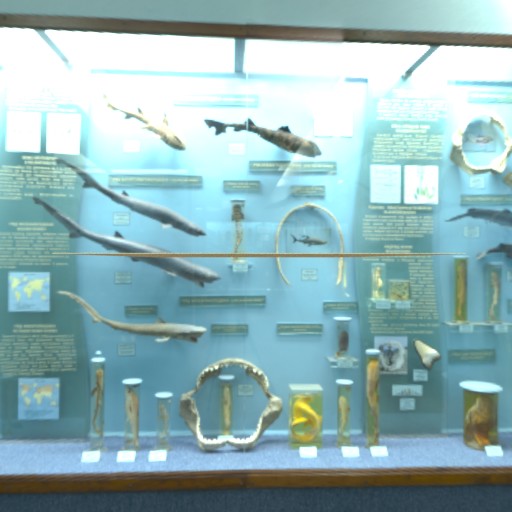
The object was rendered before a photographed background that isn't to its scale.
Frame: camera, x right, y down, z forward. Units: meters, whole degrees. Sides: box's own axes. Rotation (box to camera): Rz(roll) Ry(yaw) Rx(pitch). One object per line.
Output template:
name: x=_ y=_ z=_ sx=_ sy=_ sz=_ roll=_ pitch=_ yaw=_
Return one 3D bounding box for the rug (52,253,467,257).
rug: x=0.000 y=0.000 z=4.151 sx=2.454 sy=0.005 sz=3.067 roll=0 pitch=-1 yaw=-1
